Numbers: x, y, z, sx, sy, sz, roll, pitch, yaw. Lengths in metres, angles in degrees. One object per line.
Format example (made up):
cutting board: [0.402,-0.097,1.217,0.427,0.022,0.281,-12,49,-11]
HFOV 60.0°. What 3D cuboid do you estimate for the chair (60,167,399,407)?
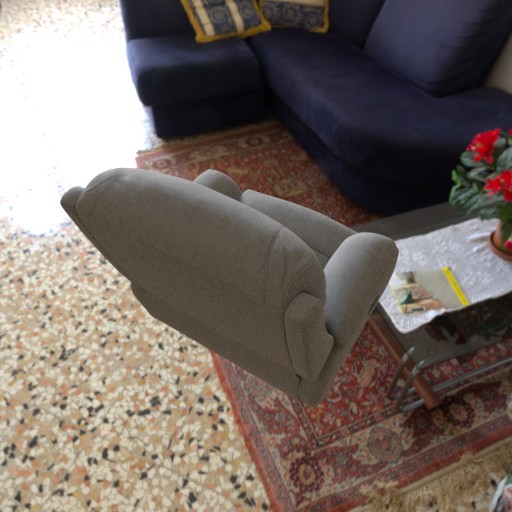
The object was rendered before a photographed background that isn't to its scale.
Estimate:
chair: [0.000,0.000,1.730,0.930,1.011,0.899,25,51,22]
